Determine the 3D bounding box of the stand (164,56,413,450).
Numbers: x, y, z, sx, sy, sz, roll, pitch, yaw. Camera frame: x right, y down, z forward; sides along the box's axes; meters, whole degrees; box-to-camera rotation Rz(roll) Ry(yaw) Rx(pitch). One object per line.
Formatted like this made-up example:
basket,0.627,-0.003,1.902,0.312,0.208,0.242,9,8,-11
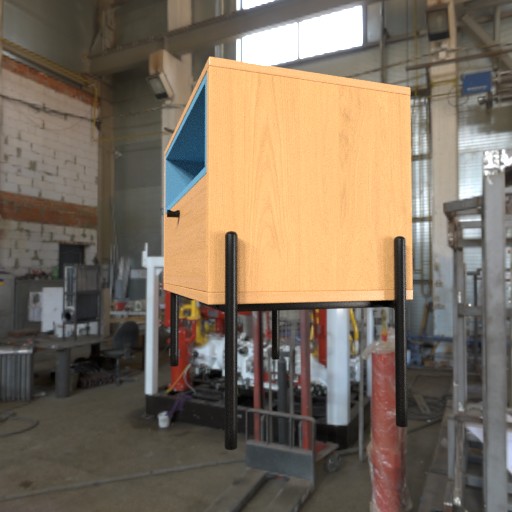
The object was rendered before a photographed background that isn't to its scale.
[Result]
stand,0.000,0.000,1.012,0.400,0.600,0.630,1,-2,-18
